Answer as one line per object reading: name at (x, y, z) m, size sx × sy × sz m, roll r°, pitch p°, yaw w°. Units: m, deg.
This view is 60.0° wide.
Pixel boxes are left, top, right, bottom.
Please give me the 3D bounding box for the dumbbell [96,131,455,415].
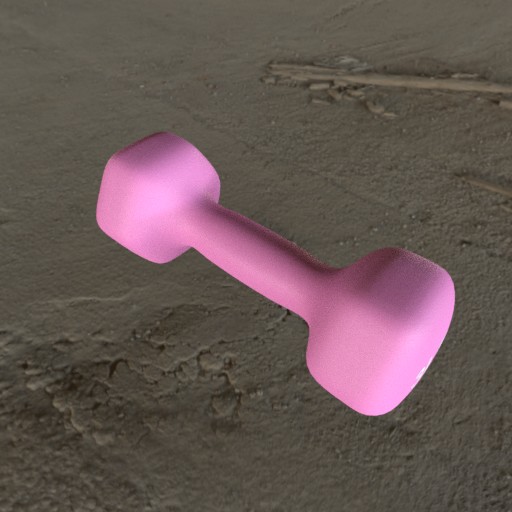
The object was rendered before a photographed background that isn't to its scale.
dumbbell at (0.000, 0.000, 0.190) m, size 0.159 × 0.058 × 0.064 m, roll 31°, pitch 54°, yaw 27°
